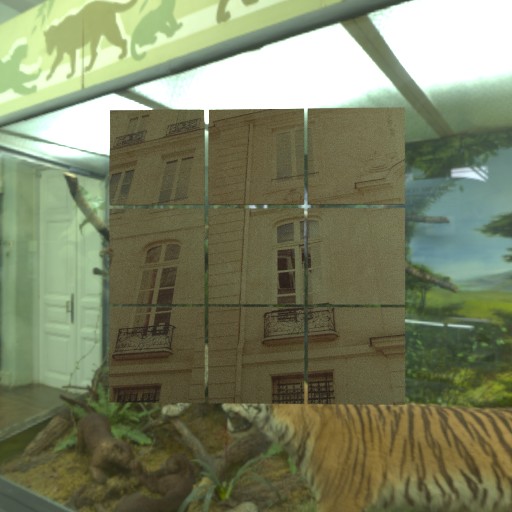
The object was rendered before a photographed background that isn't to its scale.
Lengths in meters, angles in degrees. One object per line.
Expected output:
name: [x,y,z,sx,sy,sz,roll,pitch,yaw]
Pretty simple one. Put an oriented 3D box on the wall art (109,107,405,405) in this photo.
wall art: [0.000,0.000,1.842,1.221,1.218,0.024,0,0,1]
